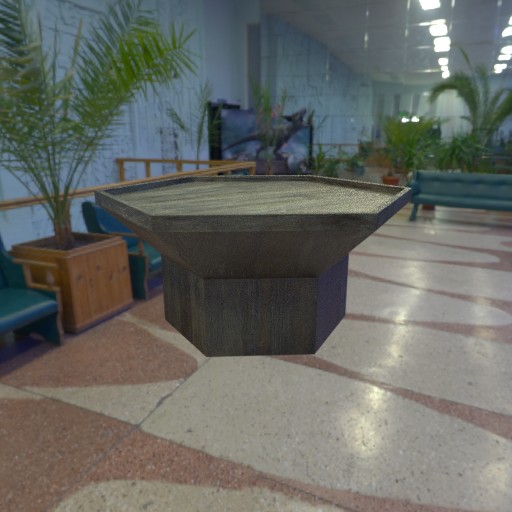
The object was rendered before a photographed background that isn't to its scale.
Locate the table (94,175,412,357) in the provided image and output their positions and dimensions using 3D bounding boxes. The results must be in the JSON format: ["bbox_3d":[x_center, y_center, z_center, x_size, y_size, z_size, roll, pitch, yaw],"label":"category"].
[{"bbox_3d":[0.000,0.000,1.618,0.966,0.488,1.115,8,18,26],"label":"table"}]
